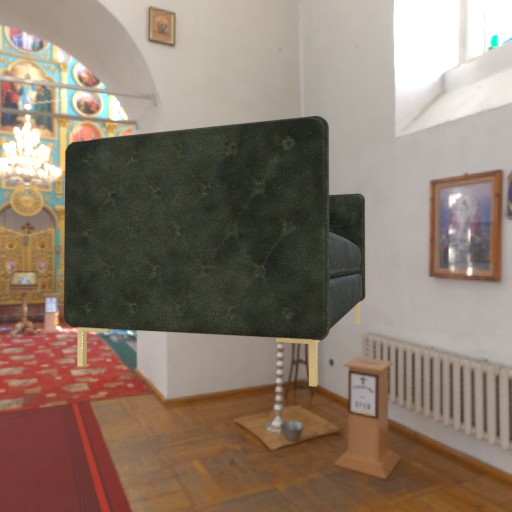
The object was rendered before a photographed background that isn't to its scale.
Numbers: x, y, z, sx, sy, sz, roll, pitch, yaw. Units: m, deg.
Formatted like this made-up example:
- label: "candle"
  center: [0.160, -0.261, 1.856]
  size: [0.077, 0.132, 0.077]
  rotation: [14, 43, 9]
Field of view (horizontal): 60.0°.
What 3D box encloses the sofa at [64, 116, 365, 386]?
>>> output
- label: "sofa"
  center: [0.000, 0.000, 2.058]
  size: [0.895, 0.768, 1.537]
  rotation: [0, -1, 18]
